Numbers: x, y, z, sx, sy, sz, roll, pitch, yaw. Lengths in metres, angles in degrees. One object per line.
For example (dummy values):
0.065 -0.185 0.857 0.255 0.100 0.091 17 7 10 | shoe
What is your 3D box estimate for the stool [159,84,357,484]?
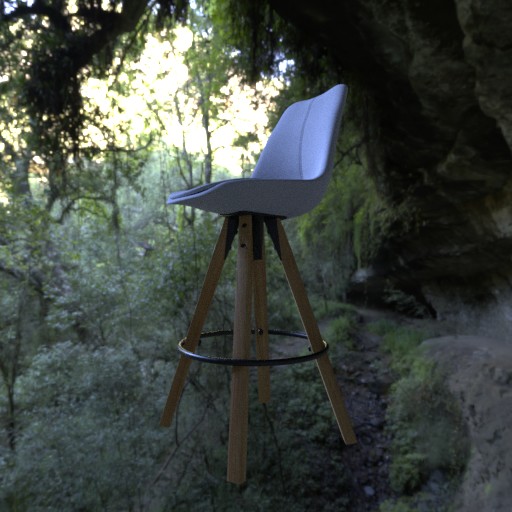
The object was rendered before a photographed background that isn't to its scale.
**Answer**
0.000 0.000 1.389 0.550 1.115 0.484 0 1 -35 | stool
